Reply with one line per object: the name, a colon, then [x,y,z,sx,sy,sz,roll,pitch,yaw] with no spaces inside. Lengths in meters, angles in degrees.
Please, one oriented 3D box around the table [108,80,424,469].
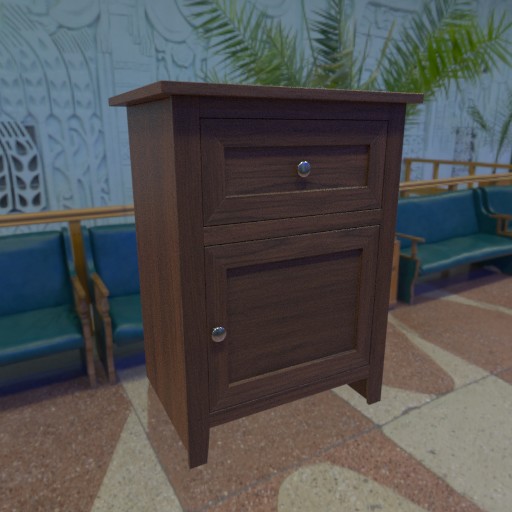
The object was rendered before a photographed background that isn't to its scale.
table: [0.000,0.000,0.934,0.480,0.636,0.381,-8,18,-27]
